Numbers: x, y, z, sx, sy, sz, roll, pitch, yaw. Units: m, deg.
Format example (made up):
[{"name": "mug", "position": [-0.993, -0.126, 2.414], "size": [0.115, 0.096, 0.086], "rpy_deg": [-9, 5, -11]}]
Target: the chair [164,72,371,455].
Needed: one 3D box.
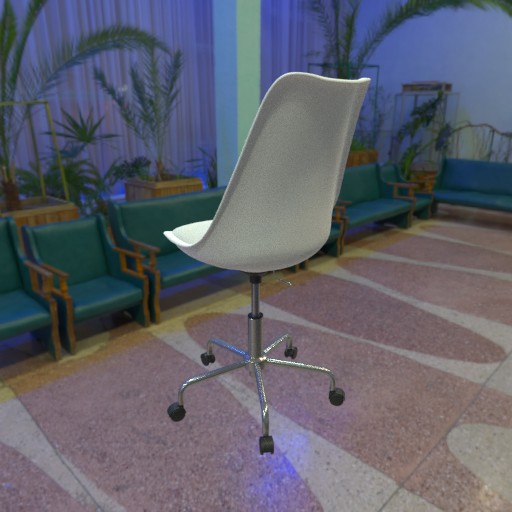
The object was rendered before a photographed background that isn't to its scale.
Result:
[{"name": "chair", "position": [0.000, 0.000, 1.264], "size": [0.550, 0.930, 0.550], "rpy_deg": [-16, 24, -40]}]
